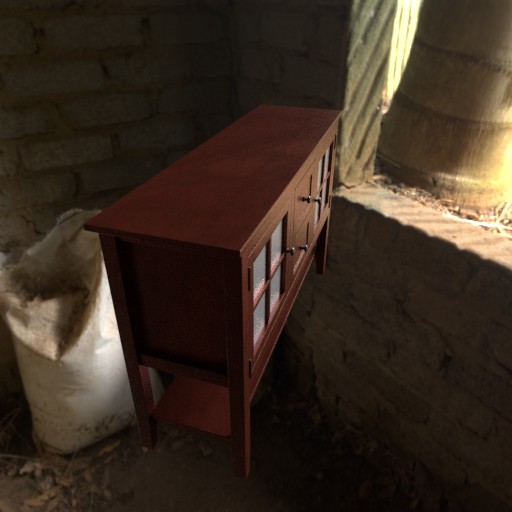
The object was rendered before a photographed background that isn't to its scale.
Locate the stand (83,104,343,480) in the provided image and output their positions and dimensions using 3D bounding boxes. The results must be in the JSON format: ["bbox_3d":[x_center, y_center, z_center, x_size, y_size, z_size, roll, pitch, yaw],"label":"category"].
[{"bbox_3d":[0.000,0.000,1.774,0.410,0.872,1.362,10,32,16],"label":"stand"}]
